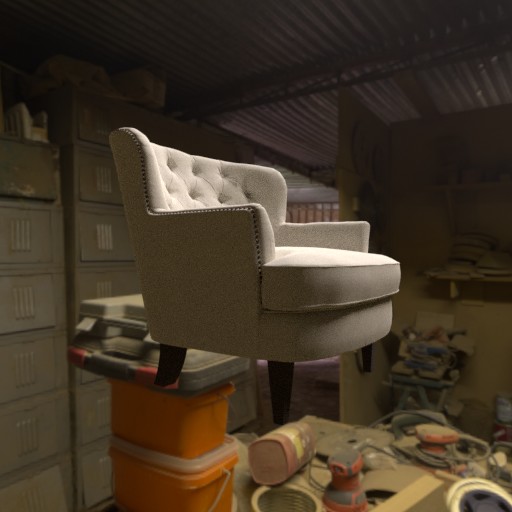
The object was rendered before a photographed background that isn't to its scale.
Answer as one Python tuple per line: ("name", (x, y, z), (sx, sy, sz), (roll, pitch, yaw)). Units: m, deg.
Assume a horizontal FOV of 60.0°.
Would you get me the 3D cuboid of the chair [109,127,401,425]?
("chair", (0.000, 0.000, 1.577), (0.906, 0.868, 0.848), (0, 0, 35))
